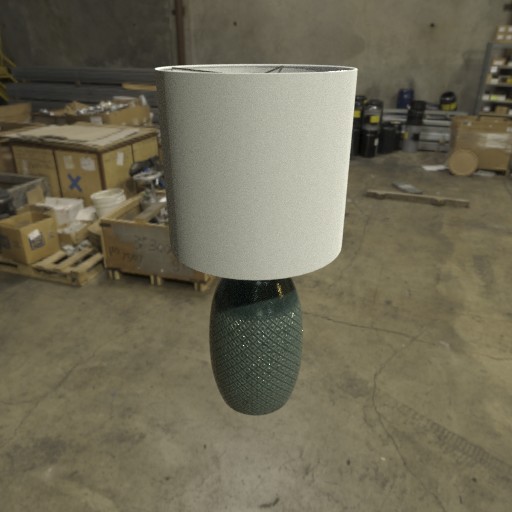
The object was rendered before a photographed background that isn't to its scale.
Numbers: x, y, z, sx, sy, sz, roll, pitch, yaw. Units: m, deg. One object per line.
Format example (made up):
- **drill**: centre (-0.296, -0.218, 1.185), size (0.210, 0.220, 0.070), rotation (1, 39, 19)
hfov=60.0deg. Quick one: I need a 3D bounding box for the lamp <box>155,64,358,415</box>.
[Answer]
- **lamp**: centre (0.000, 0.000, 0.579), size (0.217, 0.453, 0.217), rotation (8, 27, 17)
